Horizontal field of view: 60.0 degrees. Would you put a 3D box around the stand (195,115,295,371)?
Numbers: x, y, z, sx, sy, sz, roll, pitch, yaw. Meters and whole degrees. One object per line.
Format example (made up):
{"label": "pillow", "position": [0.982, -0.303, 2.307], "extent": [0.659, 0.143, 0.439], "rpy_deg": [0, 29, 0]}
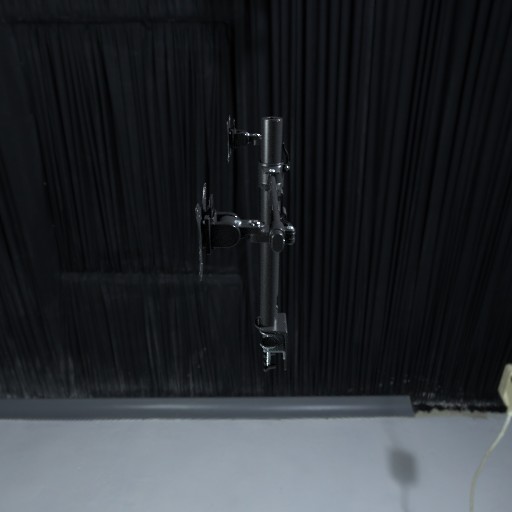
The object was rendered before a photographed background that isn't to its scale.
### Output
{"label": "stand", "position": [0.000, 0.000, 1.004], "extent": [0.150, 0.603, 0.743], "rpy_deg": [0, 26, 0]}
